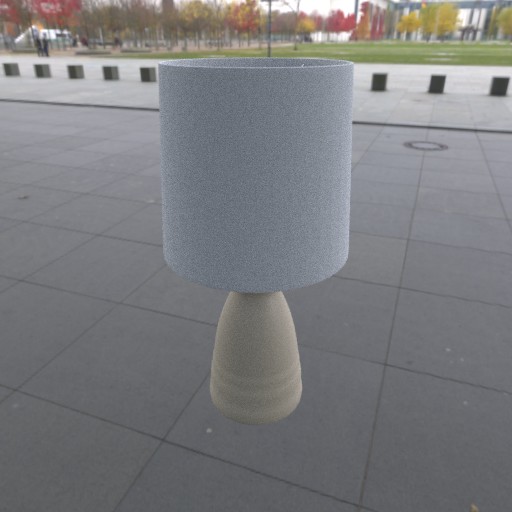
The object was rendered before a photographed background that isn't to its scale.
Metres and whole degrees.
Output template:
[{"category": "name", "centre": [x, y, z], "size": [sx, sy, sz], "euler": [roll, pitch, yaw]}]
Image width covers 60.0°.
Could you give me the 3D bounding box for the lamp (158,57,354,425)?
[{"category": "lamp", "centre": [0.000, 0.000, 0.460], "size": [0.186, 0.369, 0.186], "euler": [0, 26, 0]}]
